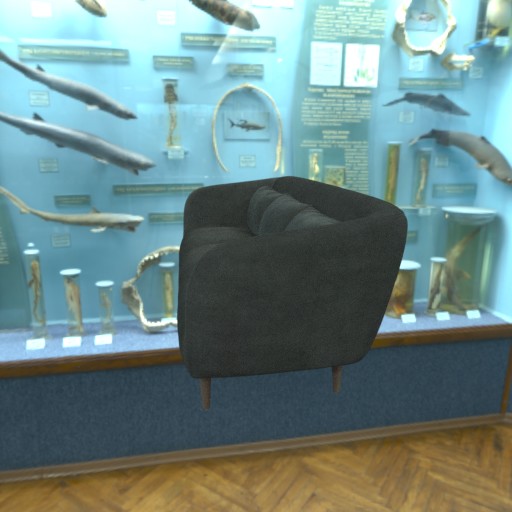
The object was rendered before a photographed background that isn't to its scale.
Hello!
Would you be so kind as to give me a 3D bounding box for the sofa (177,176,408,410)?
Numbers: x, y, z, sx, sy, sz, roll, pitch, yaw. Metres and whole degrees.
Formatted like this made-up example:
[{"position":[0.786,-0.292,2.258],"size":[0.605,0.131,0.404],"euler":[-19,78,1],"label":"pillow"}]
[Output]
[{"position":[0.000,0.000,2.731],"size":[0.956,0.875,2.296],"euler":[-2,14,-9],"label":"sofa"}]
